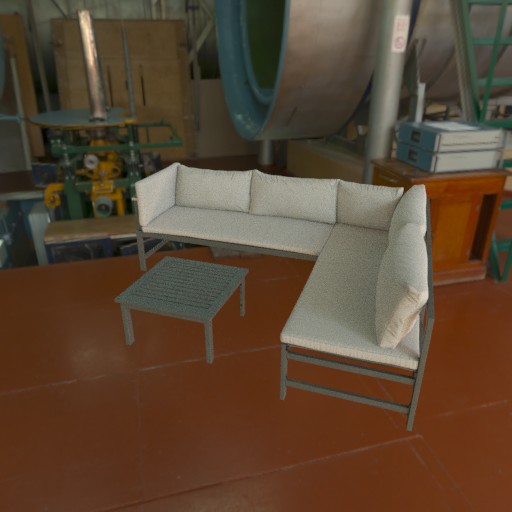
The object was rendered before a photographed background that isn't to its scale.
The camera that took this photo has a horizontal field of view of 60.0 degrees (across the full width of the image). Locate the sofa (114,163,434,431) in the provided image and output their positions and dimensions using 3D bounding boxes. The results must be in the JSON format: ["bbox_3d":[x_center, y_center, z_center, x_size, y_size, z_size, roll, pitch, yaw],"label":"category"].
[{"bbox_3d":[0.000,0.000,2.923,2.096,0.758,1.658,8,27,17],"label":"sofa"}]
